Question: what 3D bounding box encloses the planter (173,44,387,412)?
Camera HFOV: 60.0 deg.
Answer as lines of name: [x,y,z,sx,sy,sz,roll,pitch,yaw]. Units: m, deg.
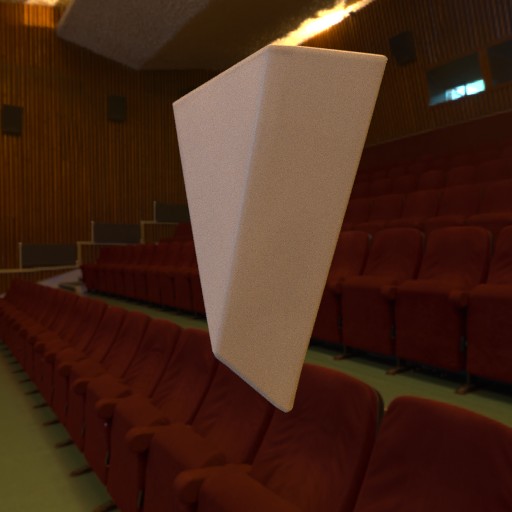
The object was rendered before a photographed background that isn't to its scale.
planter: [0.000,0.000,0.264,0.060,0.197,0.150,-1,1,-36]
